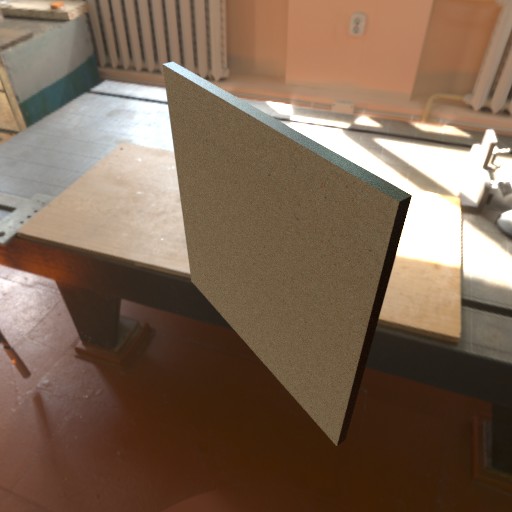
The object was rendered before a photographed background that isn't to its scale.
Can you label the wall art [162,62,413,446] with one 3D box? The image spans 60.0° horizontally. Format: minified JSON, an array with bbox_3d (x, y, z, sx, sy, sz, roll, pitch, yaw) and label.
[{"bbox_3d":[0.000,0.000,1.160,0.031,0.775,0.773,-25,47,-26],"label":"wall art"}]
